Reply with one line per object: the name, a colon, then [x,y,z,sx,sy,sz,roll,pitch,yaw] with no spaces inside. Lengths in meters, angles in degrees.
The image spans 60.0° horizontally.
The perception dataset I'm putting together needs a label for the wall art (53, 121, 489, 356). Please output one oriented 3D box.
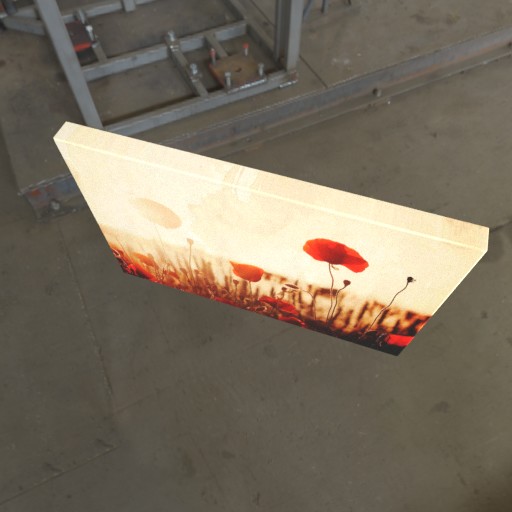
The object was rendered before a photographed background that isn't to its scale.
wall art: [0.000,0.000,0.777,0.613,0.402,0.040,16,60,9]
